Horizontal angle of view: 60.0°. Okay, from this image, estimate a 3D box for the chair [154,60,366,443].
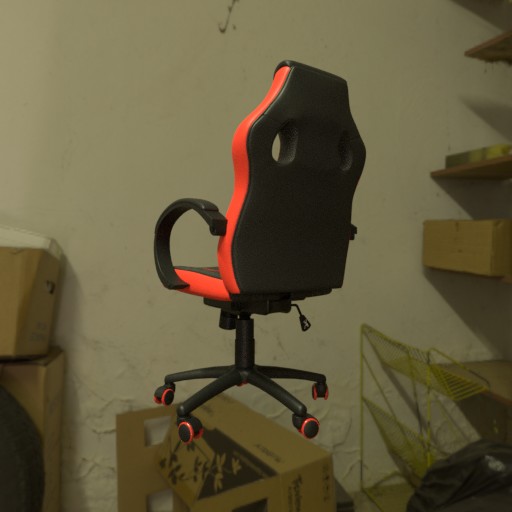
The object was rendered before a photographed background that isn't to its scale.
[{"bbox_3d":[0.000,0.000,1.428,0.600,1.016,0.642,0,0,-36],"label":"chair"}]
